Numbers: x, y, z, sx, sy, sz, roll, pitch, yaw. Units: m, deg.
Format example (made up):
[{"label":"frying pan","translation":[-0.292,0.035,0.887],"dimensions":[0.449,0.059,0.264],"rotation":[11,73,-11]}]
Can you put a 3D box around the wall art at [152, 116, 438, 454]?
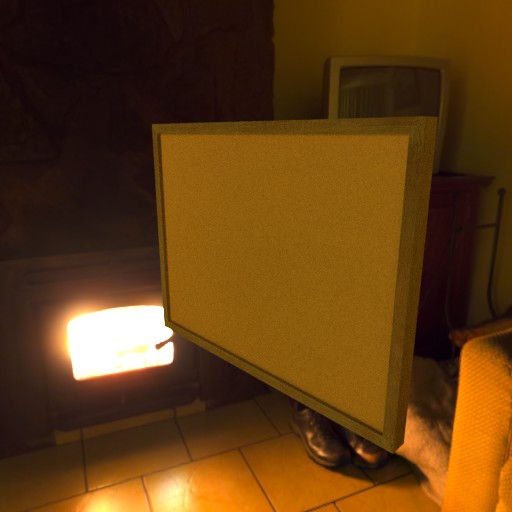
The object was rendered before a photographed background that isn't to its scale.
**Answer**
[{"label":"wall art","translation":[0.000,0.000,1.740],"dimensions":[0.070,1.009,1.320],"rotation":[-14,21,-42]}]
